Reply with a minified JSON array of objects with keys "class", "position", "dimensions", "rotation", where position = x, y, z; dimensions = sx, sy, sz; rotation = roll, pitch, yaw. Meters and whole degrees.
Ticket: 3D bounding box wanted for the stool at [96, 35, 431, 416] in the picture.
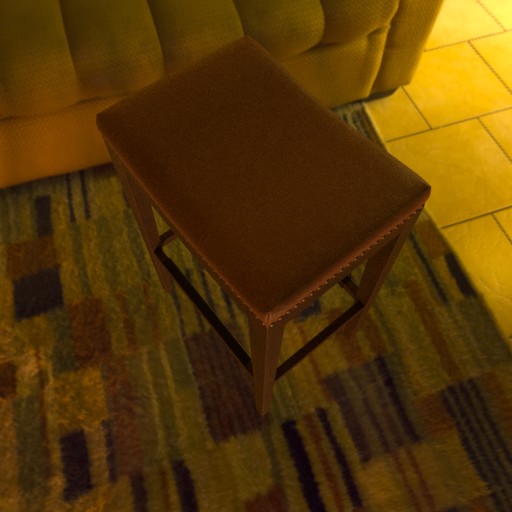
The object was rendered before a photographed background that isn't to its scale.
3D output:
[{"class":"stool","position":[0.000,0.000,1.038],"dimensions":[0.361,0.759,0.500],"rotation":[-36,68,-17]}]
